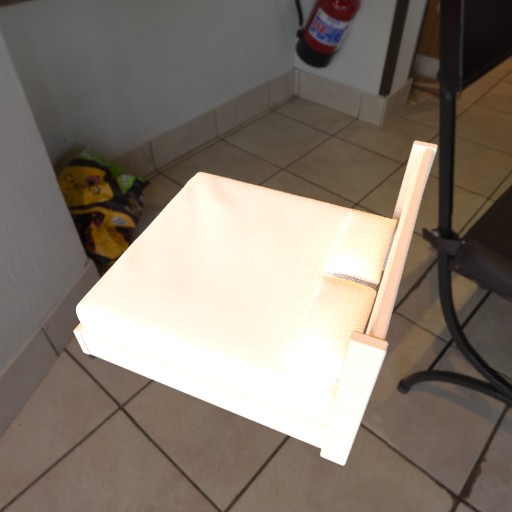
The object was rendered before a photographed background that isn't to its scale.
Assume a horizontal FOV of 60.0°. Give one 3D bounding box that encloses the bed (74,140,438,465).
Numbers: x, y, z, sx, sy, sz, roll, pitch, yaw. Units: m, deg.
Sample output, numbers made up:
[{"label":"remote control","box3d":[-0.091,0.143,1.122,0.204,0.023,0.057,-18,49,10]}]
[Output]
[{"label":"bed","box3d":[0.000,0.000,3.710,2.293,1.471,2.145,17,47,16]}]
